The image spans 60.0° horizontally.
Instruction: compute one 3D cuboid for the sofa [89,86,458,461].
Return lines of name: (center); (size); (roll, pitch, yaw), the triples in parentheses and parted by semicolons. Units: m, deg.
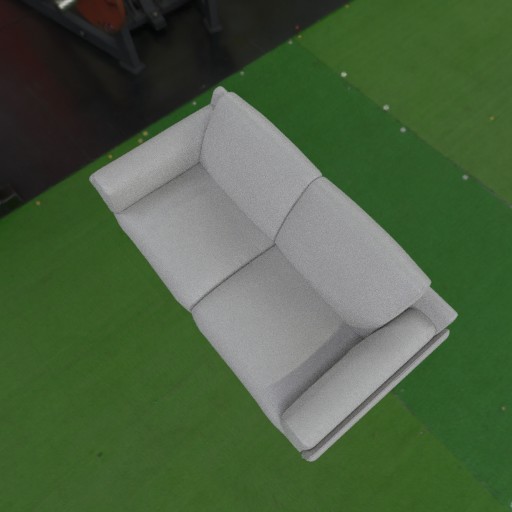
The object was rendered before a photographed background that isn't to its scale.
sofa: (0.000, 0.000, 2.676); (1.049, 0.930, 2.101); (-36, 70, -15)
